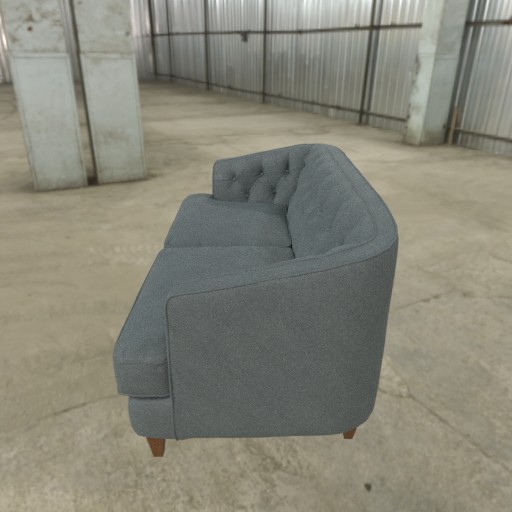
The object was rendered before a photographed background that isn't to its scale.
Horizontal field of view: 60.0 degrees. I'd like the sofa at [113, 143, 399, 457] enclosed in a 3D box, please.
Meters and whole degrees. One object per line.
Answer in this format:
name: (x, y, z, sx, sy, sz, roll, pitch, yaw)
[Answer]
sofa: (0.000, 0.000, 2.158, 0.941, 0.855, 1.733, 0, 25, 0)
